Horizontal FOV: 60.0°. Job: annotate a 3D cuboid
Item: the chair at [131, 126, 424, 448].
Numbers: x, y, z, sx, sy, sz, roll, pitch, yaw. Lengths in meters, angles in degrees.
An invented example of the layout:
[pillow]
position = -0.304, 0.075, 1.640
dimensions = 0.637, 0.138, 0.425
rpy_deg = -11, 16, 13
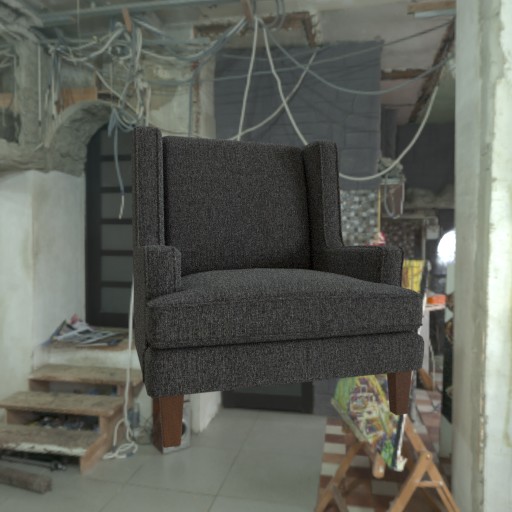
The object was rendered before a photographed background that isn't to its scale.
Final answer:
[chair]
position = 0.000, 0.000, 1.796
dimensions = 0.942, 1.082, 0.927
rpy_deg = 0, 2, -18
